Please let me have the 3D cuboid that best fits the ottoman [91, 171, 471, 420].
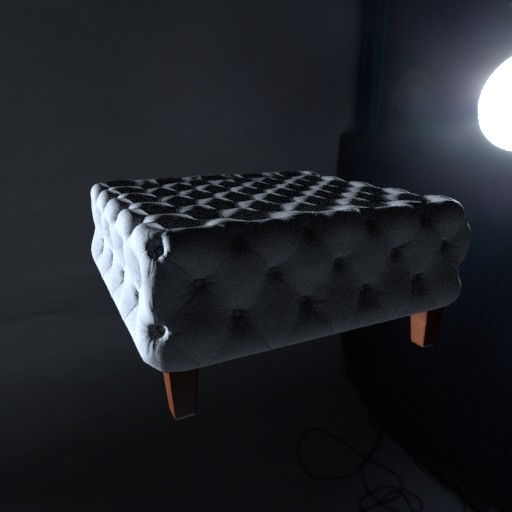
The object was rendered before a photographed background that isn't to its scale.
[{"bbox_3d":[0.000,0.000,1.174,0.758,0.365,0.764,-8,19,-25],"label":"ottoman"}]
